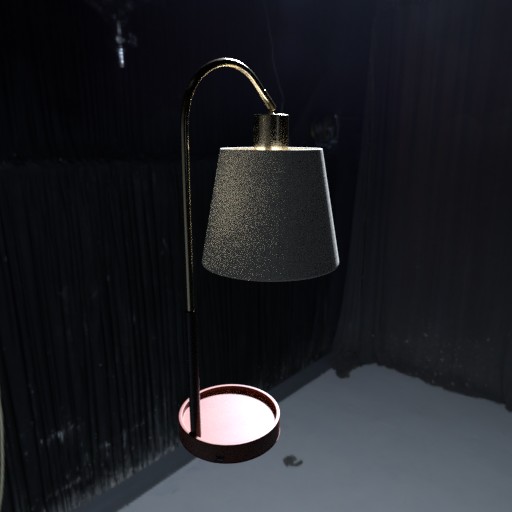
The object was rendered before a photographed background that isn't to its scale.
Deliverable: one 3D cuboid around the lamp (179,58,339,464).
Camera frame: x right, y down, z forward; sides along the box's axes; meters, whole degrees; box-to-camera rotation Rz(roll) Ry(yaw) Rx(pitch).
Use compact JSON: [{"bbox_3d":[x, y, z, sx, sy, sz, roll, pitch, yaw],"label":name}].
[{"bbox_3d":[0.000,0.000,0.663,0.211,0.536,0.273,14,21,42],"label":"lamp"}]
